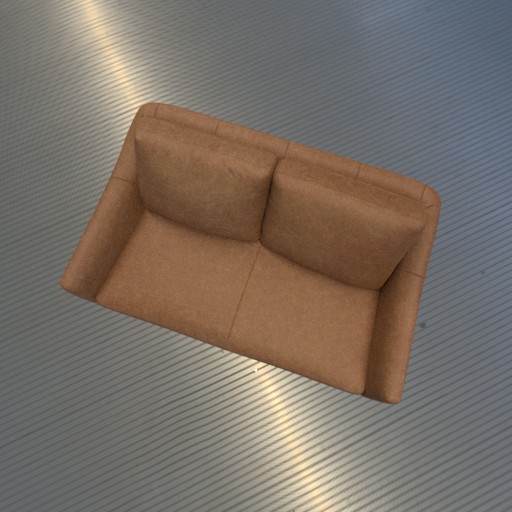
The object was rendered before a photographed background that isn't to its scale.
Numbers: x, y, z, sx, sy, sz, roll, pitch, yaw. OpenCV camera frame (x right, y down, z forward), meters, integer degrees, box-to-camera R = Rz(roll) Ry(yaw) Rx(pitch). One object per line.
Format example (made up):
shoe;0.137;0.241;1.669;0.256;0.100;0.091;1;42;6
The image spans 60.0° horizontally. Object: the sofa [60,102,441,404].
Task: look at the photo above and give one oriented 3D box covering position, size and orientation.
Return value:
sofa;0.000;0.000;2.211;1.619;0.902;0.960;18;76;5
